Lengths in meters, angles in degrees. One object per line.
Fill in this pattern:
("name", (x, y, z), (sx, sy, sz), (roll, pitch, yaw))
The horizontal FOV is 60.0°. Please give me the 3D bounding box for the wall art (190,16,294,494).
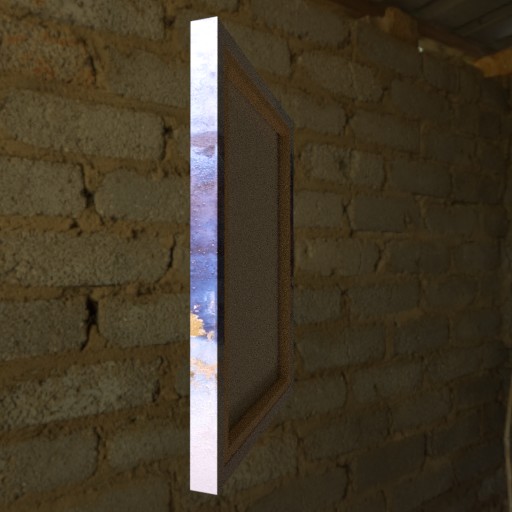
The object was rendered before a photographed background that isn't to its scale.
("wall art", (0.000, 0.000, 0.752), (0.036, 0.581, 0.437), (0, 0, 17))
